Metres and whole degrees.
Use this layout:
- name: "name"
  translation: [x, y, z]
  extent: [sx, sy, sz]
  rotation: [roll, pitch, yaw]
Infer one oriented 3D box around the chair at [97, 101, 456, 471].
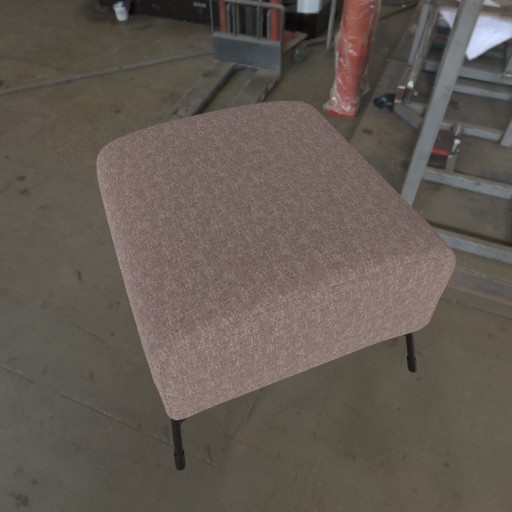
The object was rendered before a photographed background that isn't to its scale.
- name: "chair"
  translation: [0.000, 0.000, 0.889]
  extent: [0.530, 0.410, 0.530]
  rotation: [-17, 50, -15]
